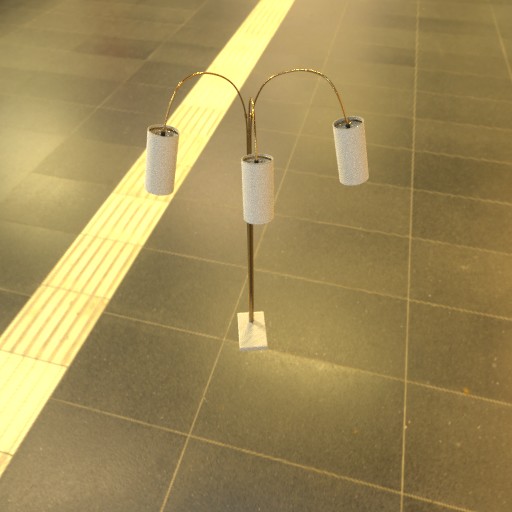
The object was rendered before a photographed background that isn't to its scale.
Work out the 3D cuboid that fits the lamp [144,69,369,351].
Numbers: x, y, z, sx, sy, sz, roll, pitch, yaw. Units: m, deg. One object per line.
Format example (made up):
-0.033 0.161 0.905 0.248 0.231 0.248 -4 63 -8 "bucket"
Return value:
0.000 0.000 2.521 1.020 2.055 0.667 -4 47 -3 "lamp"
